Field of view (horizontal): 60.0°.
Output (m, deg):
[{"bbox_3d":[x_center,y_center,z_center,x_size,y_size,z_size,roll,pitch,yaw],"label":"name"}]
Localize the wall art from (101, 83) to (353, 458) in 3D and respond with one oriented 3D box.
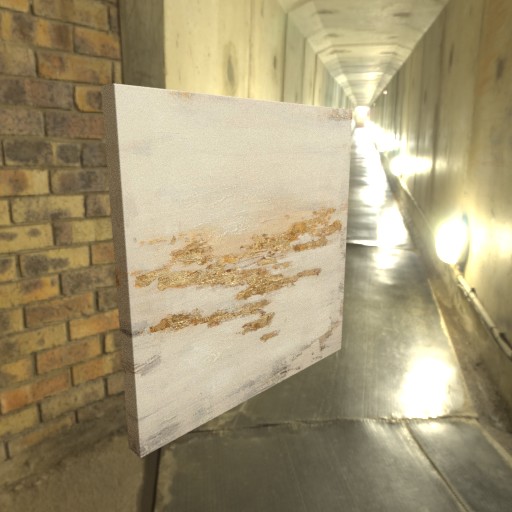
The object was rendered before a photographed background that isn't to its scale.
[{"bbox_3d":[0.000,0.000,0.922,0.040,0.613,0.611,13,19,43],"label":"wall art"}]
